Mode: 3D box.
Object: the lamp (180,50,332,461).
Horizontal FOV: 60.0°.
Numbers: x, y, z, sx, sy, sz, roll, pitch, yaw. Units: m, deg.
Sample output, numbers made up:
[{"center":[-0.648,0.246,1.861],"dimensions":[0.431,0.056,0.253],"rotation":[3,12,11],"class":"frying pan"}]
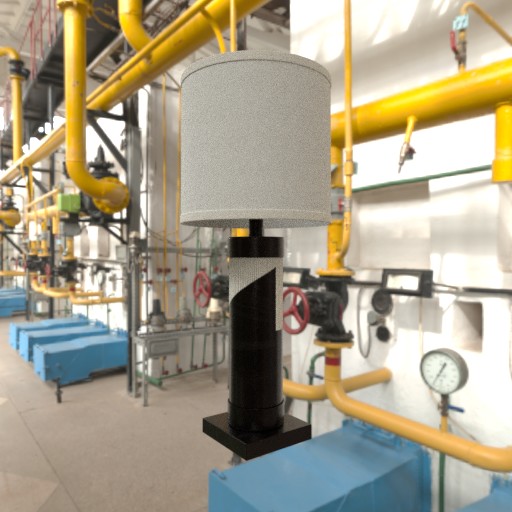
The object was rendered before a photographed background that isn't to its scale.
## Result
[{"center":[0.000,0.000,0.627],"dimensions":[0.211,0.509,0.211],"rotation":[0,0,-36],"class":"lamp"}]
